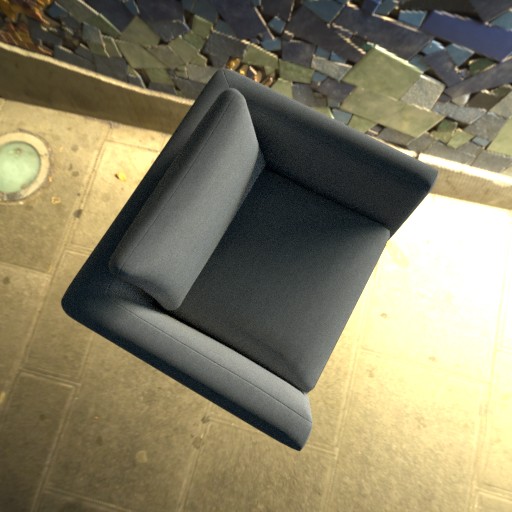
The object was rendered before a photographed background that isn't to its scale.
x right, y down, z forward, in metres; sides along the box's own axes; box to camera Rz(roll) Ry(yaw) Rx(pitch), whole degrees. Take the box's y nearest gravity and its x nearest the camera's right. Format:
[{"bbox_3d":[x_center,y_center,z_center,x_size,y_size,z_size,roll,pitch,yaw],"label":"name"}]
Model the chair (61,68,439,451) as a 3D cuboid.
[{"bbox_3d":[0.000,0.000,1.697,0.889,0.864,1.041,28,77,7],"label":"chair"}]
